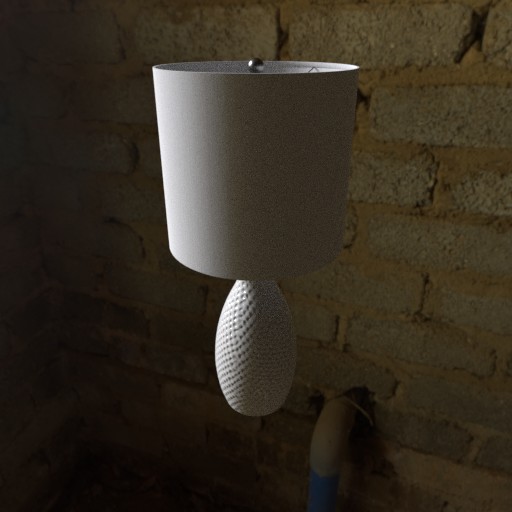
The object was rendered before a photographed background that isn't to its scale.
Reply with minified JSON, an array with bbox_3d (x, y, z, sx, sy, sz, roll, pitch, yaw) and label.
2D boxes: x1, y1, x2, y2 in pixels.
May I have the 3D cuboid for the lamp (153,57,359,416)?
[{"bbox_3d":[0.000,0.000,0.569,0.214,0.466,0.214,-8,27,-16],"label":"lamp"}]
